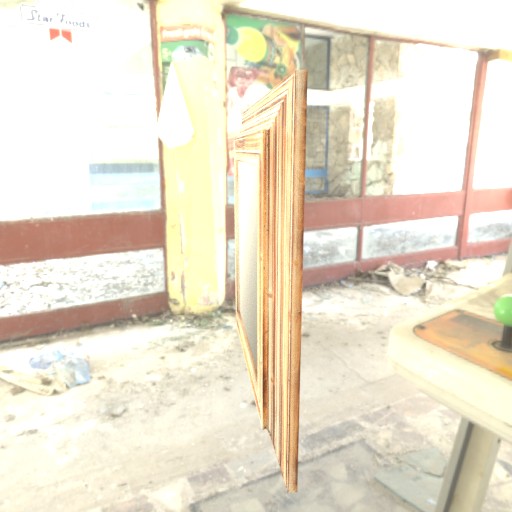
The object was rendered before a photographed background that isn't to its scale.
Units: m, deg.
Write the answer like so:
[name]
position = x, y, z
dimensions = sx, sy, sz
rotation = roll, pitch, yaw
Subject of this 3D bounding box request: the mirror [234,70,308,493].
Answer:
[mirror]
position = 0.000, 0.000, 1.196
dimensions = 0.061, 0.804, 0.804
rotation = -2, 13, -8
